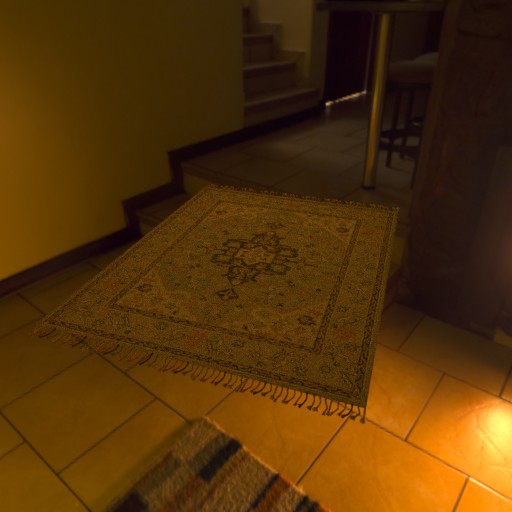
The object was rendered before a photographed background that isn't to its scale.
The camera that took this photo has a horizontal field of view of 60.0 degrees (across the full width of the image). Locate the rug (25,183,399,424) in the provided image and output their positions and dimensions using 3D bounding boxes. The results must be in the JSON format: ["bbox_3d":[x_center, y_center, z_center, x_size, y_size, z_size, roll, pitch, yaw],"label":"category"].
[{"bbox_3d":[0.000,0.000,3.397,1.971,0.010,2.651,10,31,16],"label":"rug"}]
